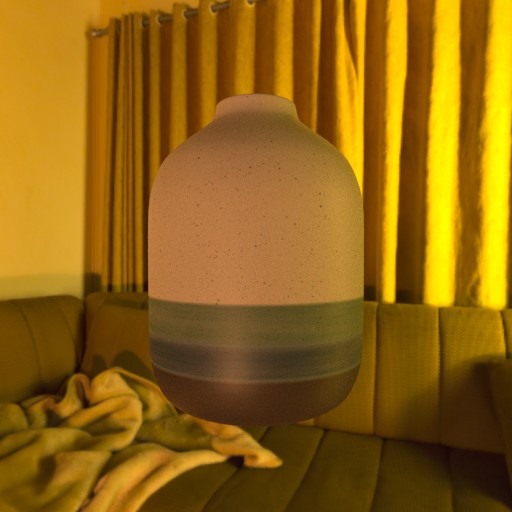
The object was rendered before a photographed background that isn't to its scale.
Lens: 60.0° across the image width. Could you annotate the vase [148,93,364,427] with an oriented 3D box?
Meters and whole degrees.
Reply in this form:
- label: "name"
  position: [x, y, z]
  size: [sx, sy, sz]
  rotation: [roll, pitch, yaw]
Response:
- label: "vase"
  position: [0.000, 0.000, 0.358]
  size: [0.169, 0.240, 0.169]
  rotation: [0, 1, 0]
